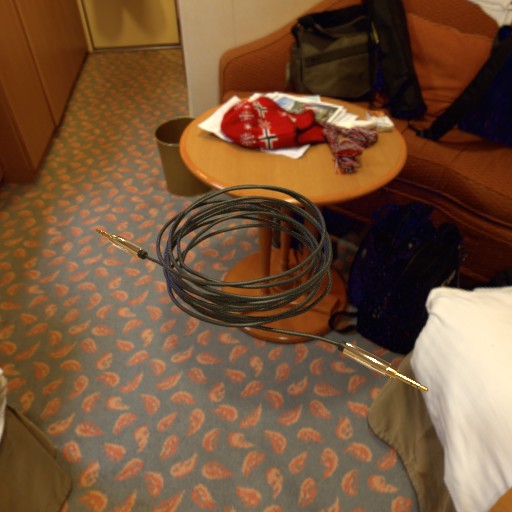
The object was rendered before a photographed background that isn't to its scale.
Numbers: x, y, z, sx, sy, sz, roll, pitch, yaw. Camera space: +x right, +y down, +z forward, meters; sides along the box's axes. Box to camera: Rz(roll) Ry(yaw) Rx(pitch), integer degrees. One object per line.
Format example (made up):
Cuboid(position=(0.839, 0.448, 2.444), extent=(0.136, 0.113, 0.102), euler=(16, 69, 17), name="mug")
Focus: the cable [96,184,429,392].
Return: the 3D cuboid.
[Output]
Cuboid(position=(0.000, 0.000, 0.499), extent=(0.432, 0.069, 0.198), euler=(25, 47, 25), name="cable")
